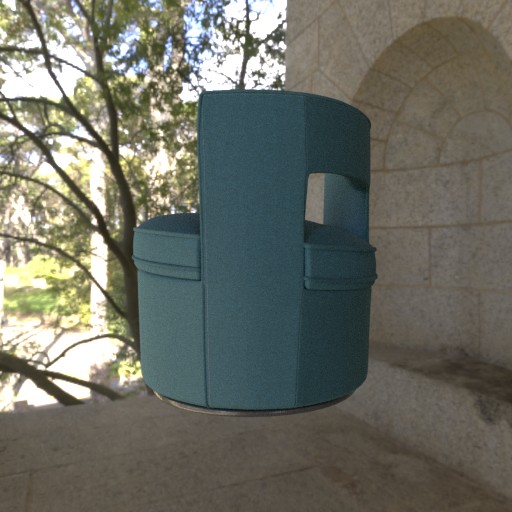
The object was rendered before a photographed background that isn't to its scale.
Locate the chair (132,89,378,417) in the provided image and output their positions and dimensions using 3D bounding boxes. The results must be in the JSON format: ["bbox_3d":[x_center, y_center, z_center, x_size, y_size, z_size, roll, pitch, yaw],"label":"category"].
[{"bbox_3d":[0.000,0.000,1.253,0.660,0.711,0.684,0,0,37],"label":"chair"}]
